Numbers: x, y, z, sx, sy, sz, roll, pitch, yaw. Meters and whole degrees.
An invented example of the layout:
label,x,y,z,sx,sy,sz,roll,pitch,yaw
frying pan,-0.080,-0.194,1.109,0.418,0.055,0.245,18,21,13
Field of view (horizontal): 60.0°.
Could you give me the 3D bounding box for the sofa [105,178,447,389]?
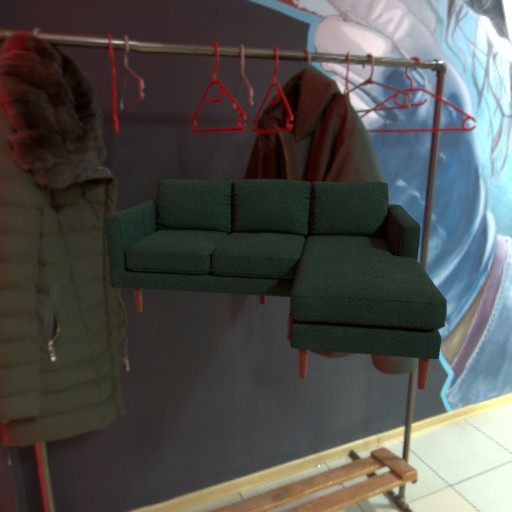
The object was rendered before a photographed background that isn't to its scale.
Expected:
label,x,y,z,sx,sy,sz,roll,pitch,yaw
sofa,0.000,0.000,2.899,2.030,0.899,1.580,2,15,9
